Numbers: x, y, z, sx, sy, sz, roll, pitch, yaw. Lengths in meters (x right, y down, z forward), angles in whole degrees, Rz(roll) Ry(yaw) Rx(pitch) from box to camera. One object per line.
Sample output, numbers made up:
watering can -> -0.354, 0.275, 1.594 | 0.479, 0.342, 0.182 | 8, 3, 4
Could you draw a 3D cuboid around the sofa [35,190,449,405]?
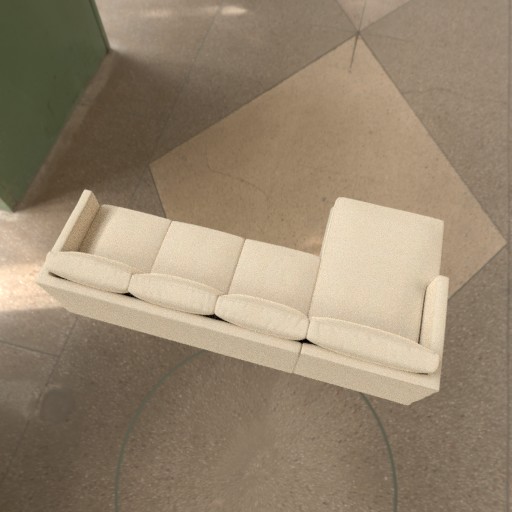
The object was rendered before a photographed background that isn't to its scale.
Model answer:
sofa -> 0.000, 0.000, 3.909 | 3.205, 0.922, 1.650 | 14, 65, 7
